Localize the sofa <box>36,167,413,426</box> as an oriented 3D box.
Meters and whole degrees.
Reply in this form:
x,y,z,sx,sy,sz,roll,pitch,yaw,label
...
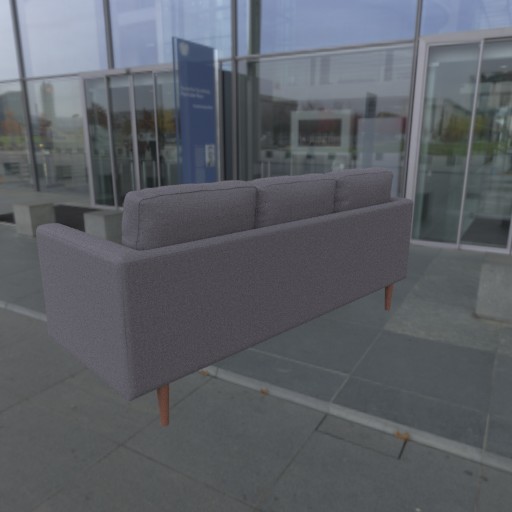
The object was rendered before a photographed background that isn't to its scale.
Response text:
x,y,z,sx,sy,sz,roll,pitch,yaw,label
0.000,0.000,2.447,2.029,0.912,0.802,-14,21,-43,sofa
